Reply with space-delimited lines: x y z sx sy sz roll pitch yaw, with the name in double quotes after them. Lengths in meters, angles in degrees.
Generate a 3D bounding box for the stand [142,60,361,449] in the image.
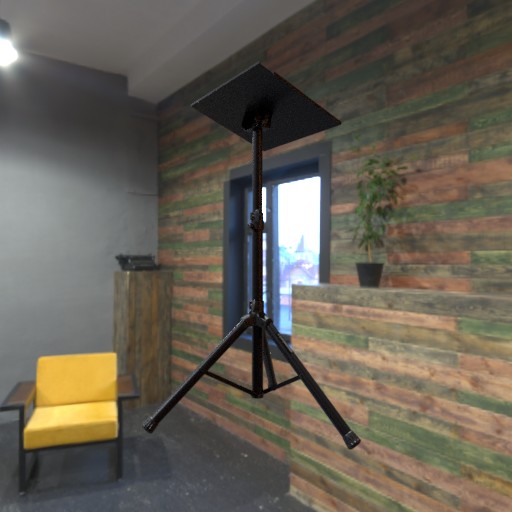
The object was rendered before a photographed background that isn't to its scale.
0.000 0.000 1.564 0.702 1.198 0.702 1 -1 -36 "stand"
